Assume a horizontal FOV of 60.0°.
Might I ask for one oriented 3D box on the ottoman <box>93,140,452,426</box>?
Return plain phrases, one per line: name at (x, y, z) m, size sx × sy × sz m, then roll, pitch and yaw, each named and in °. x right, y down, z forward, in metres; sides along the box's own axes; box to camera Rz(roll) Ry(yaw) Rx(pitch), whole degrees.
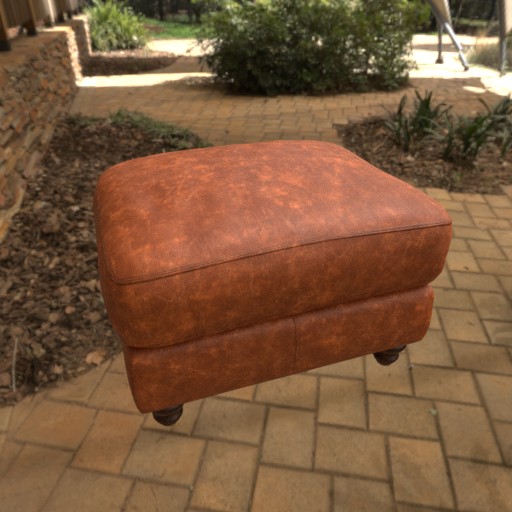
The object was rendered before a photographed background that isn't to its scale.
ottoman at (0.000, 0.000, 1.269) m, size 0.832 × 0.562 × 0.657 m, roll -10°, pitch 33°, yaw -16°
